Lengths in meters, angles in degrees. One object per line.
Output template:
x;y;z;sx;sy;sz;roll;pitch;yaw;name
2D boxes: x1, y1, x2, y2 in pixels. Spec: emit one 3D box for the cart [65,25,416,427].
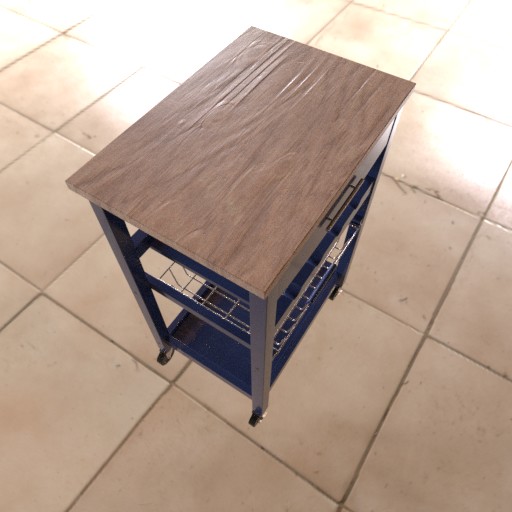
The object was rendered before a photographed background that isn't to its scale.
0.000;0.000;1.165;0.403;0.839;0.584;28;61;18;cart
